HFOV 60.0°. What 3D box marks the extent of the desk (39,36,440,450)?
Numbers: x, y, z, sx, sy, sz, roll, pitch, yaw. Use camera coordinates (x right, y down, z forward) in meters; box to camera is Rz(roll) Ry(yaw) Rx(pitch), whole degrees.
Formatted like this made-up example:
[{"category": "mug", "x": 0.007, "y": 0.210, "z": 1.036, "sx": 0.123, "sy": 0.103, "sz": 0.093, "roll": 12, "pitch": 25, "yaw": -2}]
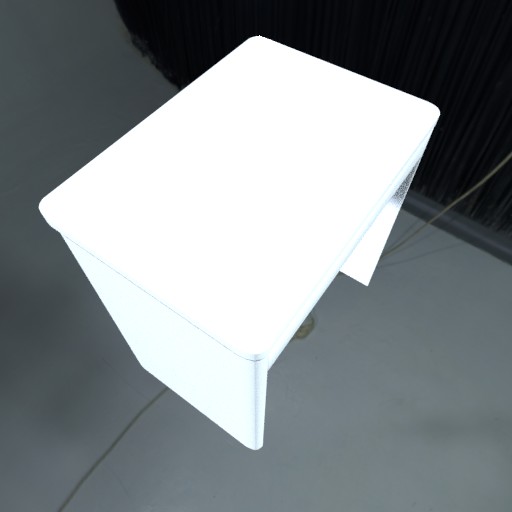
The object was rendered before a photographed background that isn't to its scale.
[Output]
[{"category": "desk", "x": 0.000, "y": 0.000, "z": 1.292, "sx": 0.549, "sy": 0.800, "sz": 0.762, "roll": 31, "pitch": 61, "yaw": 19}]
